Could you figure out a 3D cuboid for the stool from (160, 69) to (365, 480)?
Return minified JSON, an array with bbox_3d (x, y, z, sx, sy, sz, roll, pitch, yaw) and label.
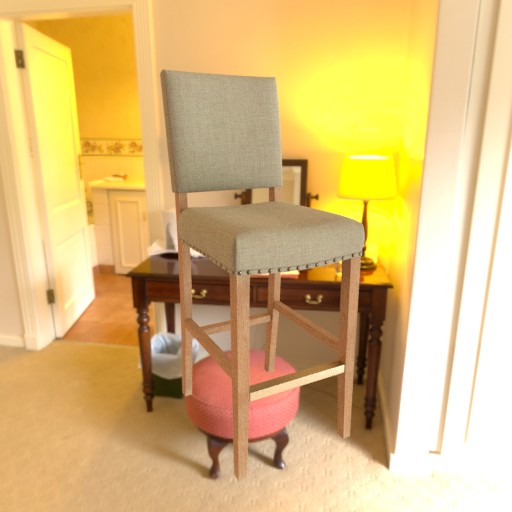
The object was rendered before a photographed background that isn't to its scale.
[{"bbox_3d":[0.000,0.000,1.499,0.445,1.203,0.585,-8,17,-27],"label":"stool"}]
